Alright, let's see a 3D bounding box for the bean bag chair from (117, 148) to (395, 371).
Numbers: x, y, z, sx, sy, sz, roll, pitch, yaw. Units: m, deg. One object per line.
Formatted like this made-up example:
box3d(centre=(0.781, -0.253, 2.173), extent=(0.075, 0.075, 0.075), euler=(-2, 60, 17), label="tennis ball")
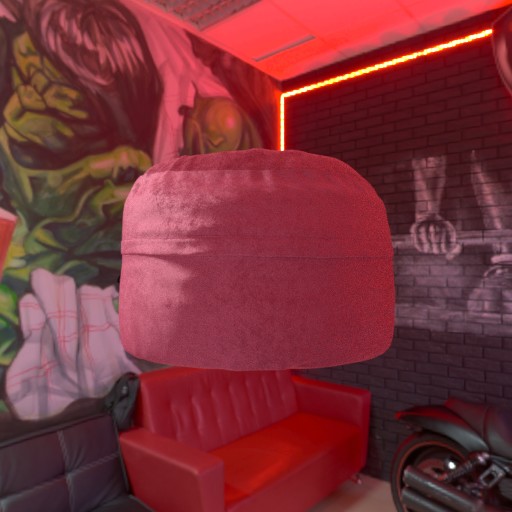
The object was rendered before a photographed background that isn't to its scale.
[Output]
box3d(centre=(0.000, 0.000, 2.024), extent=(1.218, 0.788, 1.218), euler=(0, -2, 0), label="bean bag chair")
